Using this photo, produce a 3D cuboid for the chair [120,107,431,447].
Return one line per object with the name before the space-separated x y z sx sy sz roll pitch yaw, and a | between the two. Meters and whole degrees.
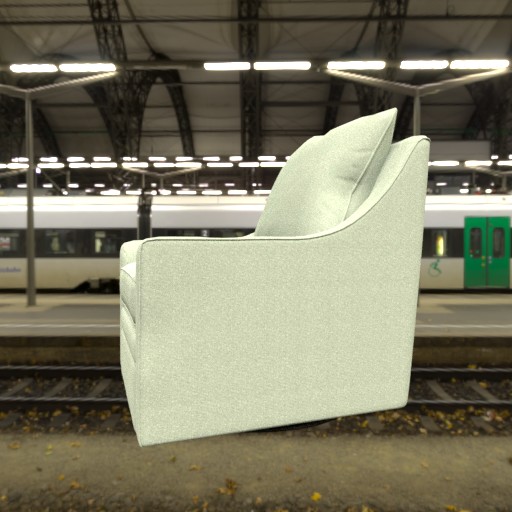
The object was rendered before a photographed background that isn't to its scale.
chair | 0.000 0.000 1.519 0.870 0.926 0.760 0 1 -20
